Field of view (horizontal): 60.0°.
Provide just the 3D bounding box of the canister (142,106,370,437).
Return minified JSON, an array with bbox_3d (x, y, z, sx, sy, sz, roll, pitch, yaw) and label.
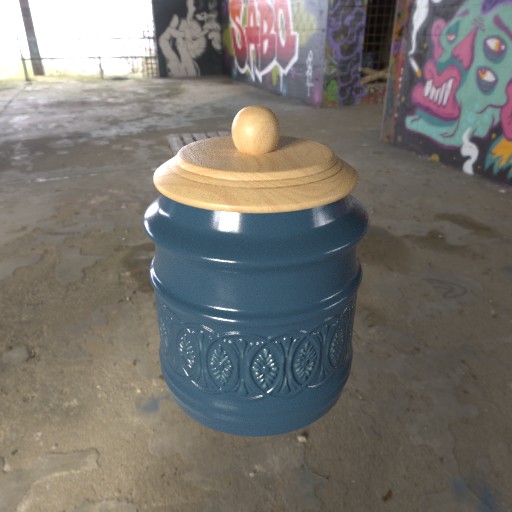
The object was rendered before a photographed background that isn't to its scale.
[{"bbox_3d":[0.000,0.000,0.273,0.130,0.176,0.130,0,27,0],"label":"canister"}]
